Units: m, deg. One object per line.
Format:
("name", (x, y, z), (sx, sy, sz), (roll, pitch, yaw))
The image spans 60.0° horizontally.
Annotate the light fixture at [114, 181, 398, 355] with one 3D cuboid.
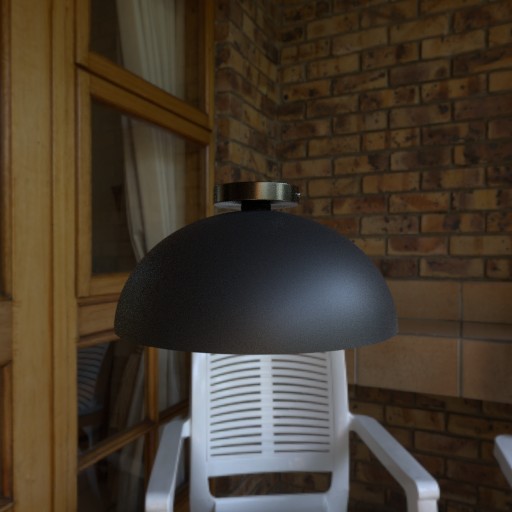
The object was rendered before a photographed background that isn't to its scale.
("light fixture", (0.000, 0.000, 0.579), (0.355, 0.177, 0.355), (0, 0, 0))
